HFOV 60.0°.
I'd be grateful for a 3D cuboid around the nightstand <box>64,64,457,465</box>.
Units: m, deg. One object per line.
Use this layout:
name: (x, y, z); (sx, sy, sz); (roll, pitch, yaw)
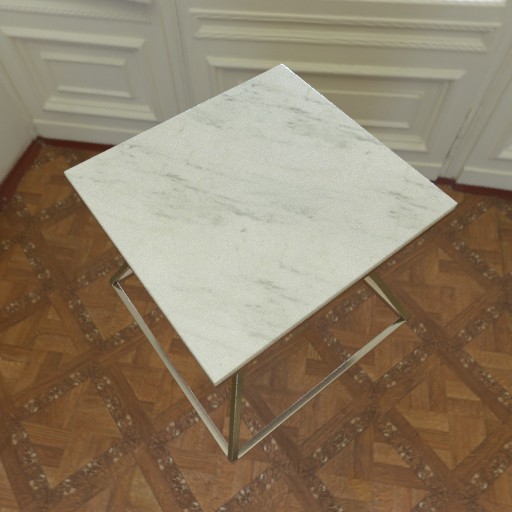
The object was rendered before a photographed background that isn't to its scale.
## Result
nightstand: (0.000, 0.000, 0.889); (0.513, 0.426, 0.514); (-33, 64, -18)
